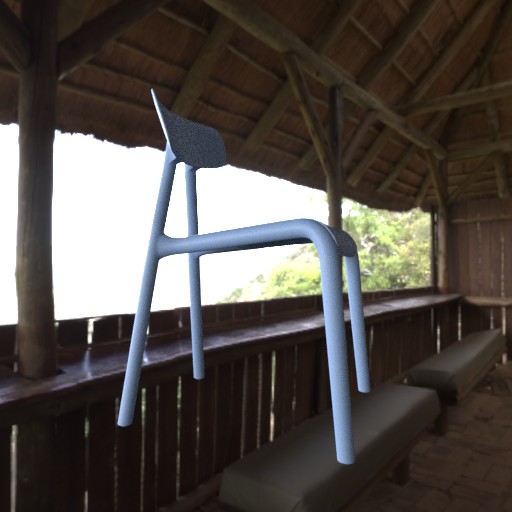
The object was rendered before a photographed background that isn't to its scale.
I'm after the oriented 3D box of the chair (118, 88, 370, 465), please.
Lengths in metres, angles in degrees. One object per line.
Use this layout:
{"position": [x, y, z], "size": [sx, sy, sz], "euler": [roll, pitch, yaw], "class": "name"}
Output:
{"position": [0.000, 0.000, 0.841], "size": [0.401, 0.580, 0.356], "euler": [0, 1, 18], "class": "chair"}
